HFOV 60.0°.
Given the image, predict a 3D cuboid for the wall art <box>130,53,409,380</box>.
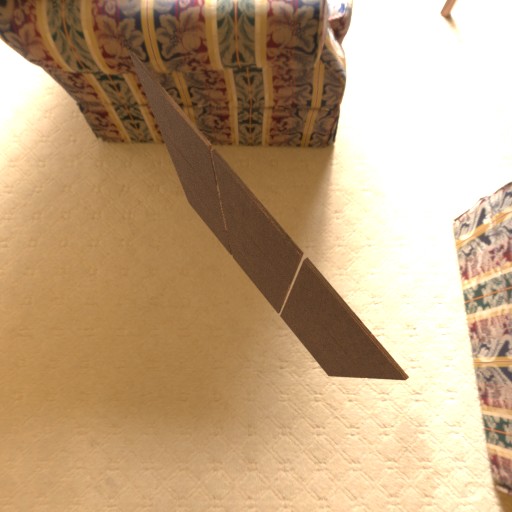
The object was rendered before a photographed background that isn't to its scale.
[{"bbox_3d":[0.000,0.000,1.811,0.013,1.213,1.215,-38,78,-9],"label":"wall art"}]
